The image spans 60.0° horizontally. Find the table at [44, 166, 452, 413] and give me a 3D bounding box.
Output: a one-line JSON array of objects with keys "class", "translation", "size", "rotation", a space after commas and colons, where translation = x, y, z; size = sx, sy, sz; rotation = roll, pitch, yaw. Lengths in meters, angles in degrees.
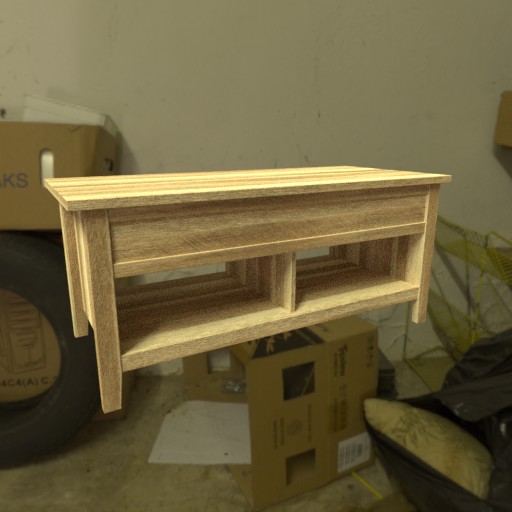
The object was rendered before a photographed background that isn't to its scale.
[{"class": "table", "translation": [0.000, 0.000, 1.364], "size": [1.095, 0.480, 0.493], "rotation": [-8, 17, -28]}]
